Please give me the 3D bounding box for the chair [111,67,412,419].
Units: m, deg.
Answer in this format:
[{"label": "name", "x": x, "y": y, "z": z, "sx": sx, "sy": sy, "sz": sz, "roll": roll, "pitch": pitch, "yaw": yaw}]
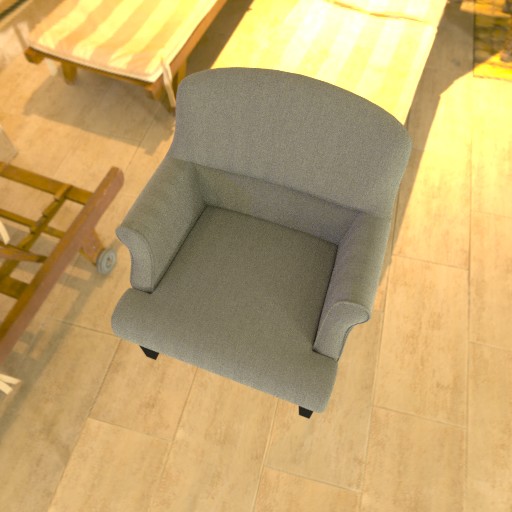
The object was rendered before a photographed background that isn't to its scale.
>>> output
[{"label": "chair", "x": 0.000, "y": 0.000, "z": 1.458, "sx": 0.772, "sy": 0.880, "sz": 0.755, "roll": 18, "pitch": 61, "yaw": 10}]
